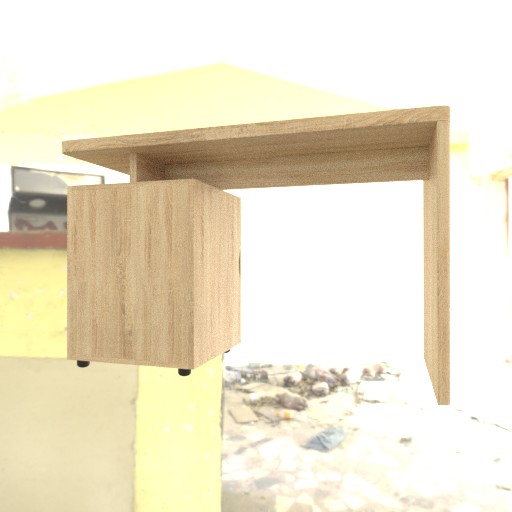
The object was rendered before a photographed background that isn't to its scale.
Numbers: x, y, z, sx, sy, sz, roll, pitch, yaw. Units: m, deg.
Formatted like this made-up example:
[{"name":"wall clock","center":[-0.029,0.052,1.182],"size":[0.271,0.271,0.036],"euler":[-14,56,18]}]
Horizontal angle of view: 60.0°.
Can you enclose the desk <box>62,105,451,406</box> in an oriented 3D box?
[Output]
[{"name":"desk","center":[0.000,0.000,1.550],"size":[1.200,0.760,0.550],"euler":[0,0,17]}]
